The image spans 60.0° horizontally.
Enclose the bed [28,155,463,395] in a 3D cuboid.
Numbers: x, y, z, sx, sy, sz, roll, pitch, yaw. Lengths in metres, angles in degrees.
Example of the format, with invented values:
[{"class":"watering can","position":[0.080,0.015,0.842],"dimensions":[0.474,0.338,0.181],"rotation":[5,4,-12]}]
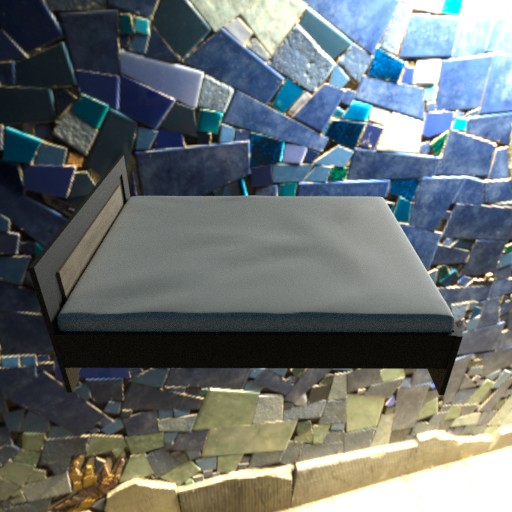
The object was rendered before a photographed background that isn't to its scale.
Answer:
[{"class":"bed","position":[0.000,0.000,2.901],"dimensions":[2.073,0.823,1.585],"rotation":[0,31,0]}]
